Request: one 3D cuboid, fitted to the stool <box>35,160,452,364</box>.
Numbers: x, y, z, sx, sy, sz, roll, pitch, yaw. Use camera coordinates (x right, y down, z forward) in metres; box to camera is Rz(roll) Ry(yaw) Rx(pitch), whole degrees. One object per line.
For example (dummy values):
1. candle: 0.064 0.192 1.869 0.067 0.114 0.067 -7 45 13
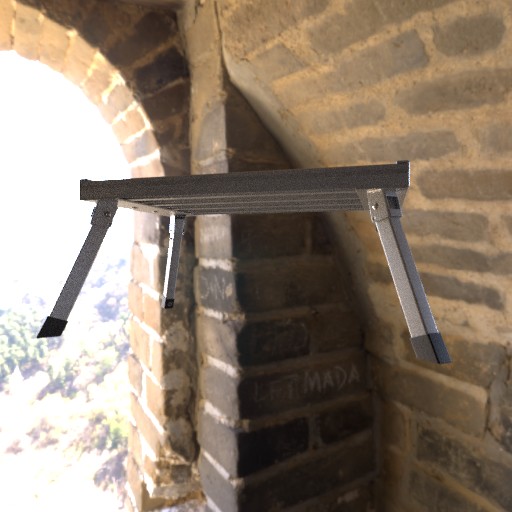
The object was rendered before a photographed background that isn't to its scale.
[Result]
1. stool: 0.000 0.000 0.715 0.535 0.225 0.385 0 0 16
